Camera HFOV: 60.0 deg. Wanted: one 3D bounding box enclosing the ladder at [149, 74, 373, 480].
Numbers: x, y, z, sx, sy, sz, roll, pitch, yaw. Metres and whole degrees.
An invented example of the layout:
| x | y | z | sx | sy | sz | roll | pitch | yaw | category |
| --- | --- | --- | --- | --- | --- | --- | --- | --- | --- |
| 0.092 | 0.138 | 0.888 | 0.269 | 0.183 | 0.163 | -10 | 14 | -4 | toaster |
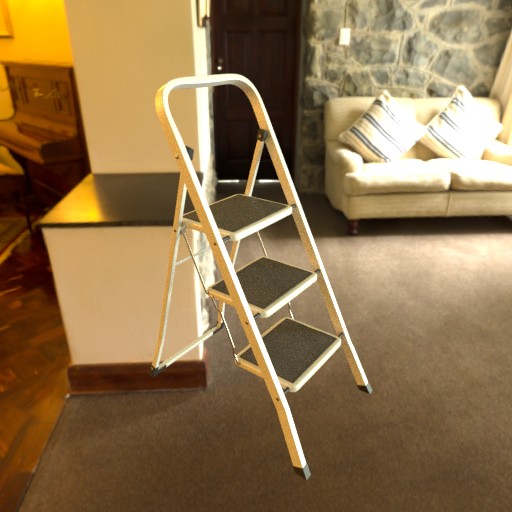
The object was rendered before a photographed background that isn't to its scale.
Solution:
| x | y | z | sx | sy | sz | roll | pitch | yaw | category |
| --- | --- | --- | --- | --- | --- | --- | --- | --- | --- |
| 0.000 | 0.000 | 1.404 | 0.711 | 1.050 | 0.460 | 18 | 31 | 33 | ladder |
